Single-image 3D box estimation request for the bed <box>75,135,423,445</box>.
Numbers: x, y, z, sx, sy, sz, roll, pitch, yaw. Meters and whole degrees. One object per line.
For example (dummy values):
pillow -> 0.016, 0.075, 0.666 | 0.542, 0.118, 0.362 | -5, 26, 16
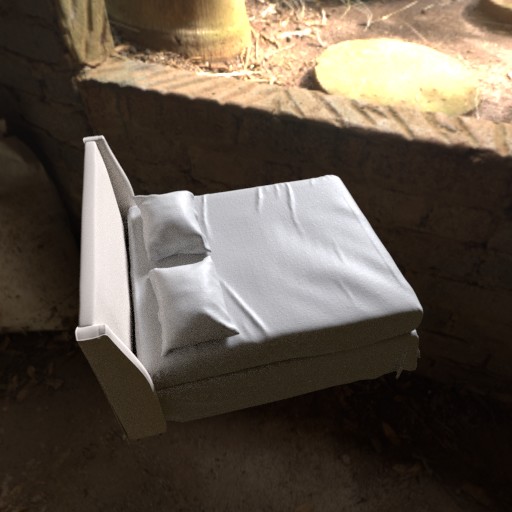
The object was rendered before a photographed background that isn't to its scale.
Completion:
bed -> 0.000, 0.000, 3.406 | 2.276, 1.332, 1.925 | -10, 47, -10
